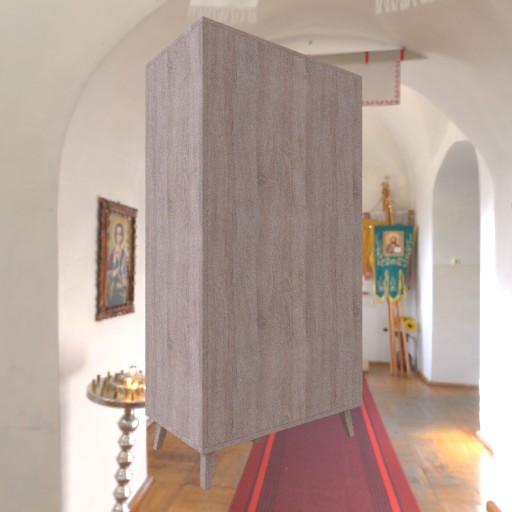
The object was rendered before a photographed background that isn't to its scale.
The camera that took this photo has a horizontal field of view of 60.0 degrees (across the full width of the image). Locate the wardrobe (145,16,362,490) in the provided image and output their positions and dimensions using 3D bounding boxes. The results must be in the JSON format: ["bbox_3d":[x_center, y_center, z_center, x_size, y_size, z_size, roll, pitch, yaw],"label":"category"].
[{"bbox_3d":[0.000,0.000,2.349,1.000,1.960,0.600,0,0,-37],"label":"wardrobe"}]
